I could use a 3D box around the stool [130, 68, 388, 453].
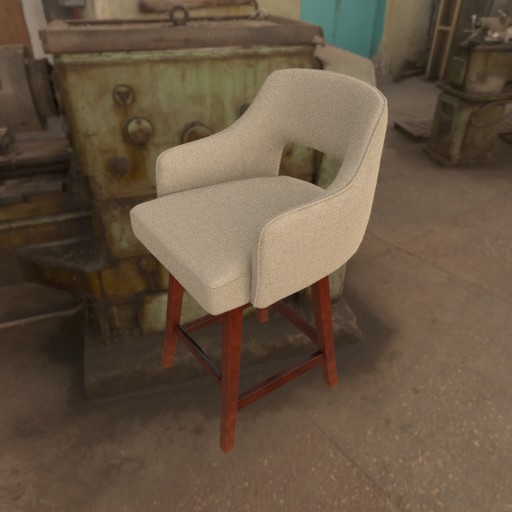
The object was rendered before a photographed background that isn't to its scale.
[{"bbox_3d":[0.000,0.000,1.279,0.560,0.936,0.550,-21,38,-29],"label":"stool"}]
